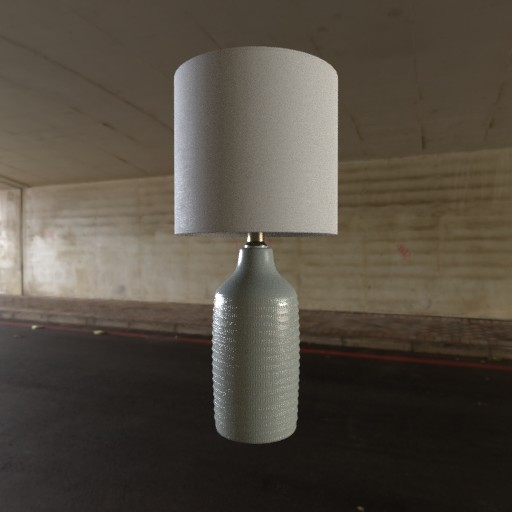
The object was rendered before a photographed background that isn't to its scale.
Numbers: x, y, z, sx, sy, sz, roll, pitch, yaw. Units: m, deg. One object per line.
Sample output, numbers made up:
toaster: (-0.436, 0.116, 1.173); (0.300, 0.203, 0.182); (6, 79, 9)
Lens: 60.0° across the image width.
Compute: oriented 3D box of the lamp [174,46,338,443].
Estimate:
lamp: (0.000, 0.000, 0.611); (0.220, 0.475, 0.220); (-1, 1, -36)
